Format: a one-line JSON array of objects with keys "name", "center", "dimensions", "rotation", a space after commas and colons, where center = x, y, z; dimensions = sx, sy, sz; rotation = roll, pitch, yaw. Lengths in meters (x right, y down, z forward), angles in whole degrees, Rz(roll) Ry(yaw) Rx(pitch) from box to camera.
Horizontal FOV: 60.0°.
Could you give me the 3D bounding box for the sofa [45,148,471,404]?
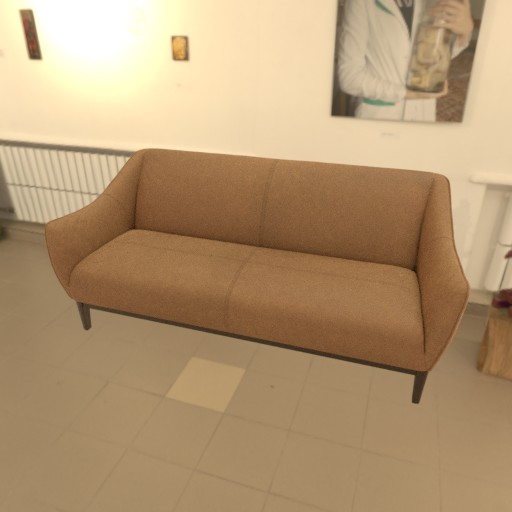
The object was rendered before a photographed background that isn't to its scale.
[{"name": "sofa", "center": [0.000, 0.000, 2.314], "dimensions": [1.928, 0.830, 0.869], "rotation": [9, 29, 16]}]
